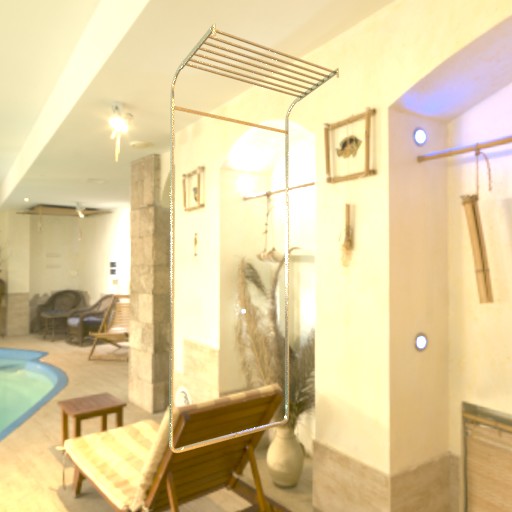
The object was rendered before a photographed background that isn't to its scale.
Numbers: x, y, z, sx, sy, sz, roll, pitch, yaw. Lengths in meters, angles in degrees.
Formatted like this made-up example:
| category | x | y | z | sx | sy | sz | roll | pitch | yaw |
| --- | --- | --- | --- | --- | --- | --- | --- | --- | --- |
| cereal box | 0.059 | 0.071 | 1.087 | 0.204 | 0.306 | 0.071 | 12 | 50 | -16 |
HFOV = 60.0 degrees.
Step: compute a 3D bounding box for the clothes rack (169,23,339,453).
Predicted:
| category | x | y | z | sx | sy | sz | roll | pitch | yaw |
| --- | --- | --- | --- | --- | --- | --- | --- | --- | --- |
| clothes rack | 0.000 | 0.000 | 1.812 | 0.609 | 1.574 | 0.349 | 1 | -1 | -35 |
